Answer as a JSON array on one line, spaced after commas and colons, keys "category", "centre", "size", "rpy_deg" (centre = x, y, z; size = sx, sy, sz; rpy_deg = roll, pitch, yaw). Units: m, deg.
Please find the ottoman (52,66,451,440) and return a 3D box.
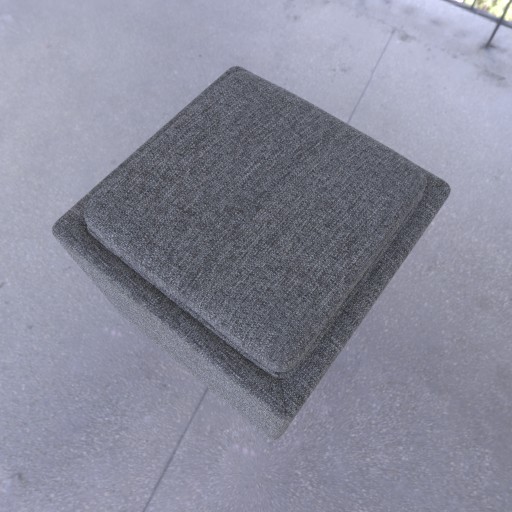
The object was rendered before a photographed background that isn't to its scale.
[{"category": "ottoman", "centre": [0.000, 0.000, 0.832], "size": [0.450, 0.460, 0.450], "rpy_deg": [35, 69, 16]}]
